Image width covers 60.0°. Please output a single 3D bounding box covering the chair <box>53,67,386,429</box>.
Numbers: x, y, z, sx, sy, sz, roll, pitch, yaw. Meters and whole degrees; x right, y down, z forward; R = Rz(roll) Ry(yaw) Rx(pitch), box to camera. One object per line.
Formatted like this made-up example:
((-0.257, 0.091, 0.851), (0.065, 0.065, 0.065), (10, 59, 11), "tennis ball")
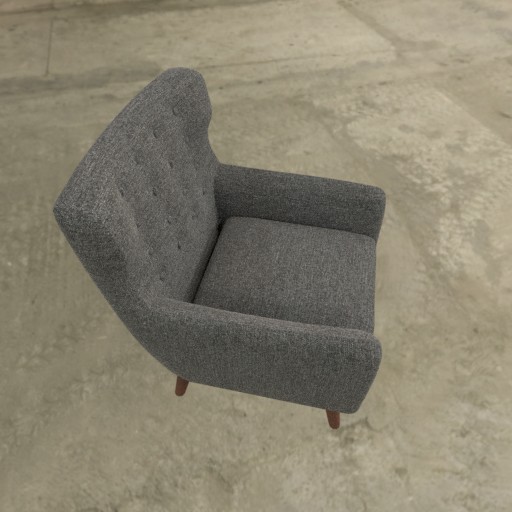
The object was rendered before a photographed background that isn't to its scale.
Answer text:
((0.000, 0.000, 1.669), (0.940, 1.039, 0.889), (9, 47, 9), "chair")
